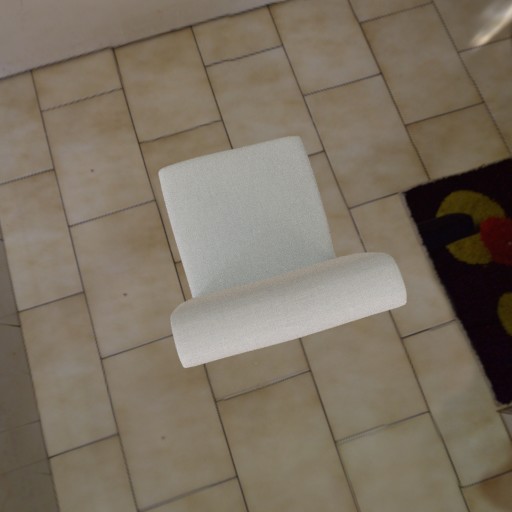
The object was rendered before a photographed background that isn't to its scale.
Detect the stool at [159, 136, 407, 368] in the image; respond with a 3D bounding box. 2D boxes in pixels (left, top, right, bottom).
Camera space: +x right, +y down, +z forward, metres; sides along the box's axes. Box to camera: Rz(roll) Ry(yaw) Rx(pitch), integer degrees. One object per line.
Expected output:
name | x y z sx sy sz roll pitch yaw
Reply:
stool | 0.000 0.000 1.419 0.452 1.124 0.597 -15 77 -4
